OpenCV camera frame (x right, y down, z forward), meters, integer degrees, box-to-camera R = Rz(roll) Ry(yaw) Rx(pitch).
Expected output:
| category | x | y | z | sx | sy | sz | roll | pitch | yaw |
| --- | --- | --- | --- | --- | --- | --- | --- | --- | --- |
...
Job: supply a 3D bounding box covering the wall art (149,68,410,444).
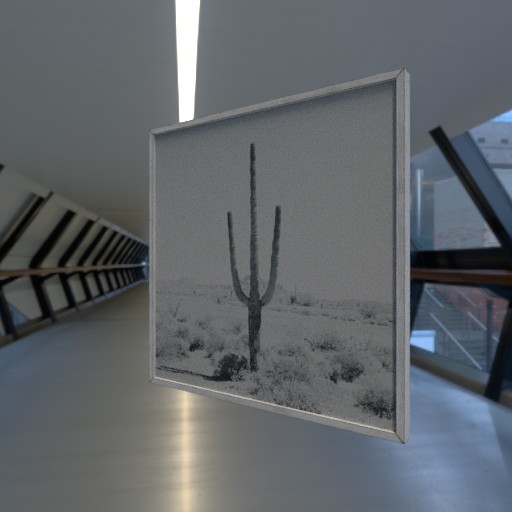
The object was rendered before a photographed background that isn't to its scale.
| category | x | y | z | sx | sy | sz | roll | pitch | yaw |
| --- | --- | --- | --- | --- | --- | --- | --- | --- | --- |
| wall art | 0.000 | 0.000 | 1.132 | 0.762 | 0.762 | 0.038 | 0 | 0 | 35 |
